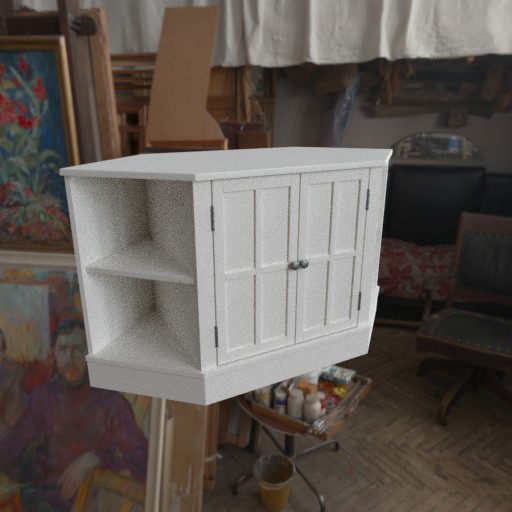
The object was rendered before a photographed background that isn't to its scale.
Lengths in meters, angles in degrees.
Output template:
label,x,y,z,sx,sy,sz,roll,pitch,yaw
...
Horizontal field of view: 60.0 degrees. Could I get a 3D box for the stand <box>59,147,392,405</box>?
label,x,y,z,sx,sy,sz,roll,pitch,yaw
stand,0.000,0.000,1.400,1.072,0.614,0.477,-10,21,-26
